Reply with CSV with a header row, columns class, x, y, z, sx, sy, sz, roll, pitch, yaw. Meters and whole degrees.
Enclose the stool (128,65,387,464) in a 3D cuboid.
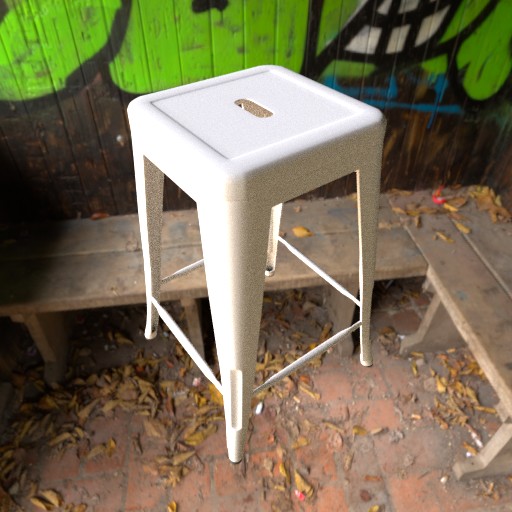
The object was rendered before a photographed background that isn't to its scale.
class,x,y,z,sx,sy,sz,roll,pitch,yaw
stool,0.000,0.000,0.883,0.406,0.610,0.406,-26,48,-26
